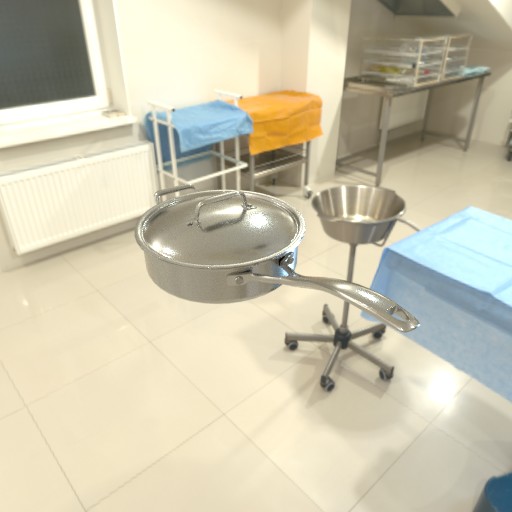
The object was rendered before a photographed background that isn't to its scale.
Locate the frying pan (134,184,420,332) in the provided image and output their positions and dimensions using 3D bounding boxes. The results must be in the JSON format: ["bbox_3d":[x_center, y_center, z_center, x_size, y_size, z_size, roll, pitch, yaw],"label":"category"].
[{"bbox_3d":[0.000,0.000,0.589,0.245,0.111,0.492,-20,36,-30],"label":"frying pan"}]
